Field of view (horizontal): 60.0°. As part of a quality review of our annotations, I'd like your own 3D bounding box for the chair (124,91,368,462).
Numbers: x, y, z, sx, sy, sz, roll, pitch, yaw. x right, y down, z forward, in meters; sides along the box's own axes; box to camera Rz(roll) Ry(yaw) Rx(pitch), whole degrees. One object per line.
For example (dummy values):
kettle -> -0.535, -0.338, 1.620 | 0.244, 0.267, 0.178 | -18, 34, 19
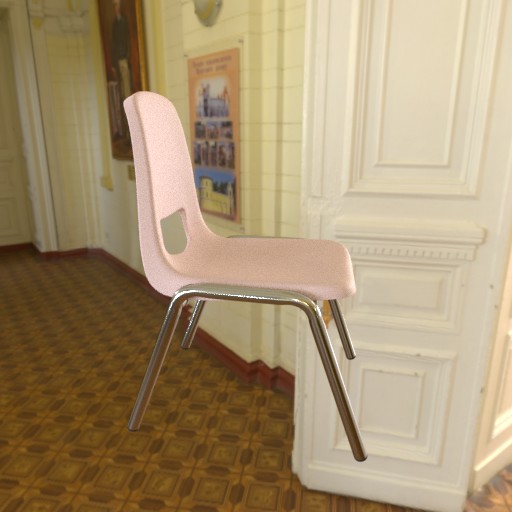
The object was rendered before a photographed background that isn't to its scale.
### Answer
chair -> 0.000, 0.000, 0.836 | 0.423, 0.586, 0.354 | 3, 17, 9
